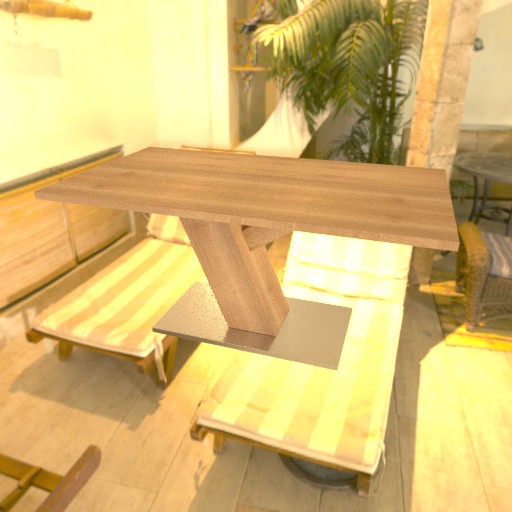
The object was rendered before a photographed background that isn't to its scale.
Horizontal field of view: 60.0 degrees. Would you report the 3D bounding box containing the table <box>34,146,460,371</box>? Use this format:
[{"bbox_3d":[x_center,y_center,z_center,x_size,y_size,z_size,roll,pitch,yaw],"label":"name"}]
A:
[{"bbox_3d":[0.000,0.000,2.117,1.600,0.750,0.900,8,27,17],"label":"table"}]
